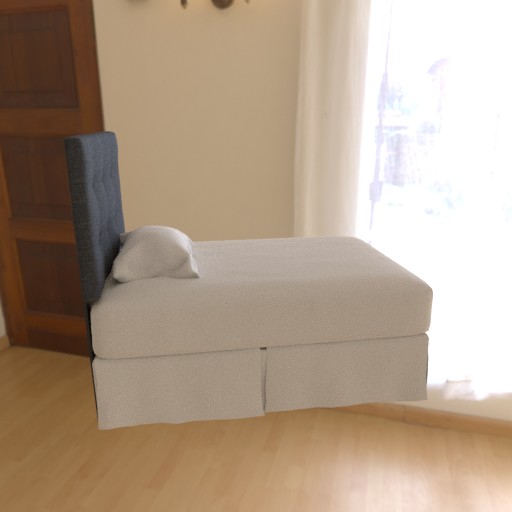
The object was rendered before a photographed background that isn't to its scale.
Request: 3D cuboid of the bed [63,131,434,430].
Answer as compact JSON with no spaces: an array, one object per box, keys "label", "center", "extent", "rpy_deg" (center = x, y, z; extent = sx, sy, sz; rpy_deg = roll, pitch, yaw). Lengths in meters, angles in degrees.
[{"label":"bed","center":[0.000,0.000,2.924],"extent":[1.997,1.571,1.261],"rpy_deg":[-3,17,-9]}]
